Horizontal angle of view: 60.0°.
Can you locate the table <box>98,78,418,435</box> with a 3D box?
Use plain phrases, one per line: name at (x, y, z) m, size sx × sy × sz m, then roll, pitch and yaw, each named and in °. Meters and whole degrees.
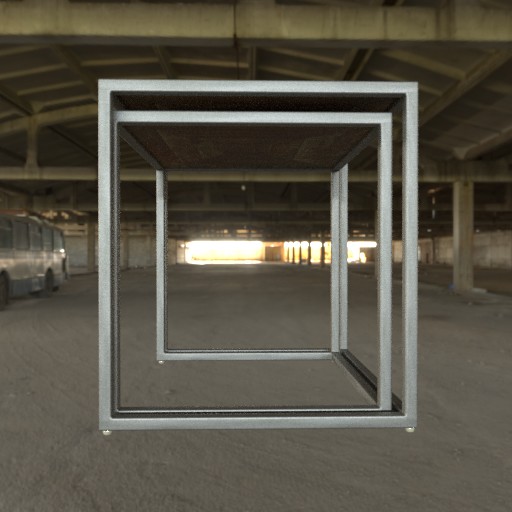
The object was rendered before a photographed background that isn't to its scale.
table at (0.000, 0.000, 0.845) m, size 0.449 × 0.500 × 0.450 m, roll 0°, pitch 0°, yaw -1°
